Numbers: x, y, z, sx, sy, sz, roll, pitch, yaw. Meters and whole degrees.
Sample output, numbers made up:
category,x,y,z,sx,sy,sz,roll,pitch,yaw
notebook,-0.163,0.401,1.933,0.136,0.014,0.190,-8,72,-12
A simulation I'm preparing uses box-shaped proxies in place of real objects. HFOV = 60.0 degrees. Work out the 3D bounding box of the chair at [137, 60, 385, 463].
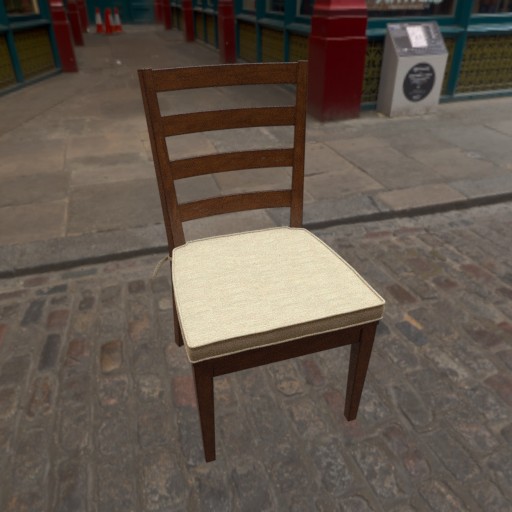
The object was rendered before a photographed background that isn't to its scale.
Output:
category,x,y,z,sx,sy,sz,roll,pitch,yaw
chair,0.000,0.000,1.306,0.593,0.979,0.595,-10,33,-15
